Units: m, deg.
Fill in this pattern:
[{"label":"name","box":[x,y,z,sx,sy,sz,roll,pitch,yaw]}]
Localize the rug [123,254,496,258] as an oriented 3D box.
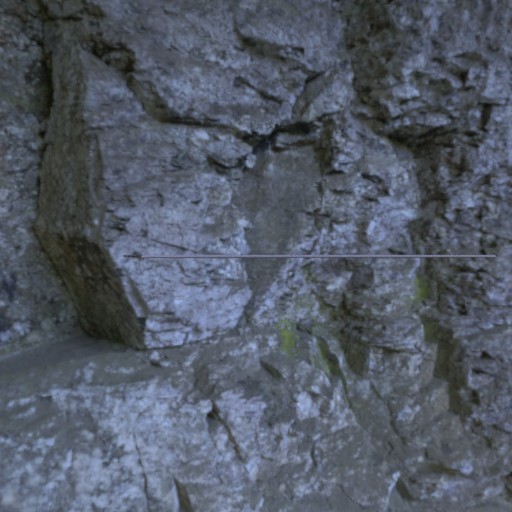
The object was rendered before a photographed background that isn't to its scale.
[{"label":"rug","box":[0.000,0.000,2.874,1.600,0.013,2.260,0,0,-18]}]
